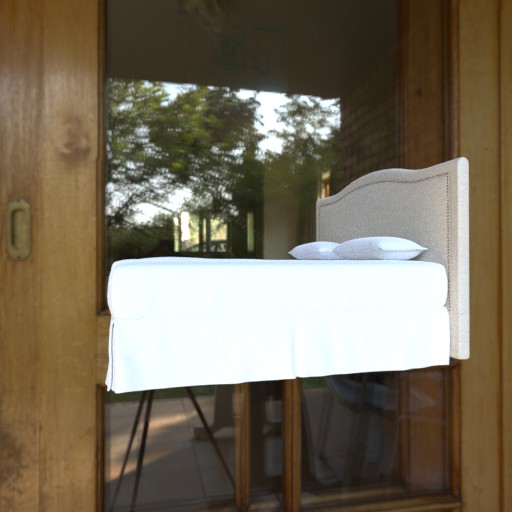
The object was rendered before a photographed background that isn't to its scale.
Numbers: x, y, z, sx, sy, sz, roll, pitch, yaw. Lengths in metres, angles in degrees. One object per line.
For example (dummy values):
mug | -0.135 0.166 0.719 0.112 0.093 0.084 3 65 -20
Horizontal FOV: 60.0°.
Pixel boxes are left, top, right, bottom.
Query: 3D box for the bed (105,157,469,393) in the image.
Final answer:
bed | 0.000 0.000 3.451 2.182 1.421 2.083 0 0 -17
